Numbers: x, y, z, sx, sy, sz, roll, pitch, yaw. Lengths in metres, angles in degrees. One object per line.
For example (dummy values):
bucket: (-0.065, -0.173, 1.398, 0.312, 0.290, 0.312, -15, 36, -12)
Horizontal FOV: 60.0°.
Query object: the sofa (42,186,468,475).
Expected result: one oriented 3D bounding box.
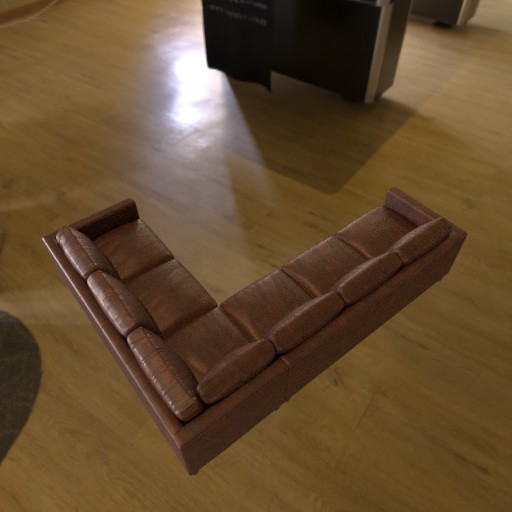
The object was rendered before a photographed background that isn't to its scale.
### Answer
sofa: (0.000, 0.000, 4.316, 3.152, 0.836, 2.438, -30, 55, -25)
